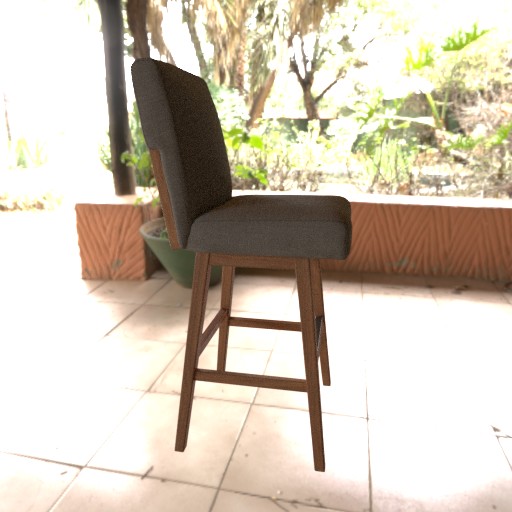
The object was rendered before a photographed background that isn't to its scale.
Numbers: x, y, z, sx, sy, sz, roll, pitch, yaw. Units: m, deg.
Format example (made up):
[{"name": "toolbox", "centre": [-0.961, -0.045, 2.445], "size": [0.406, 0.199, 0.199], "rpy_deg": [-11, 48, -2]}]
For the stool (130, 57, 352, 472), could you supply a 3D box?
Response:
[{"name": "stool", "centre": [0.000, 0.000, 1.378], "size": [0.570, 1.112, 0.483], "rpy_deg": [3, 15, 11]}]
